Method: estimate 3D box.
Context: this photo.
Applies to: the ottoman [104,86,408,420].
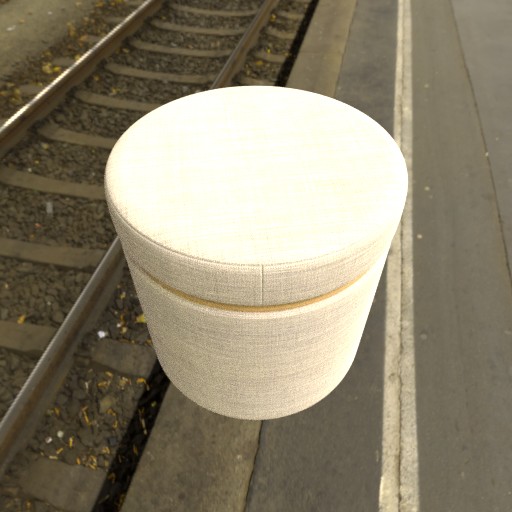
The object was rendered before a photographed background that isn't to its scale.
[{"bbox_3d":[0.000,0.000,0.731,0.400,0.406,0.400,0,47,0],"label":"ottoman"}]
